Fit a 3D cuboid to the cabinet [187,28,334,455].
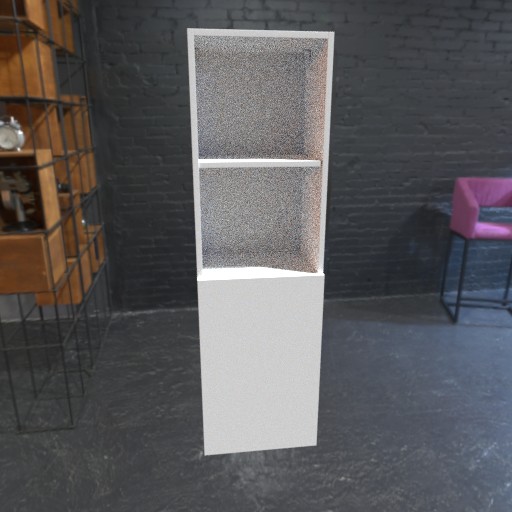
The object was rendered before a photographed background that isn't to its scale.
[{"bbox_3d":[0.000,0.000,1.516,0.400,1.350,0.300,-2,17,-7],"label":"cabinet"}]
